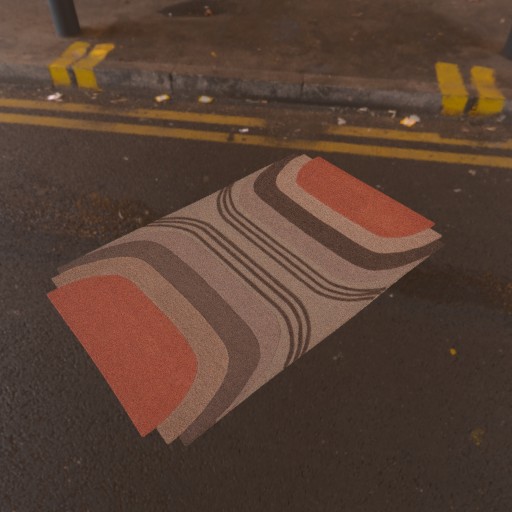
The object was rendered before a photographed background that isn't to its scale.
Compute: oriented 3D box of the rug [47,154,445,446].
[{"bbox_3d":[0.000,0.000,3.017,2.446,0.017,1.530,-31,53,-27],"label":"rug"}]
